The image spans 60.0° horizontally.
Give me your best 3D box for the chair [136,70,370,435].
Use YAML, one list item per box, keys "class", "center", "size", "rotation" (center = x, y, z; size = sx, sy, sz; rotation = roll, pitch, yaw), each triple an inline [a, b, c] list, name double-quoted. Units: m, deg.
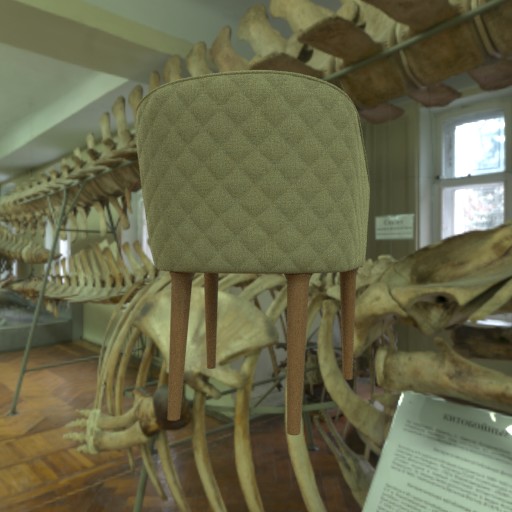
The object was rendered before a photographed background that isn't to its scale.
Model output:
- class: "chair"
  center: [0.000, 0.000, 1.210]
  size: [0.584, 0.775, 0.616]
  rotation: [0, 1, 16]
